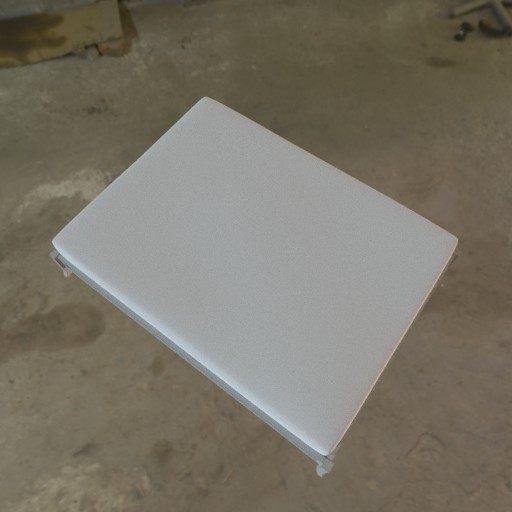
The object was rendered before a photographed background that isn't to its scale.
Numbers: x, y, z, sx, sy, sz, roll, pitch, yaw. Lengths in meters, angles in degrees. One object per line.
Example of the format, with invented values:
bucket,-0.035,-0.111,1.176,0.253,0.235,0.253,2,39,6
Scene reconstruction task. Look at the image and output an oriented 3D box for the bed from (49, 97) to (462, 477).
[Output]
bed,0.000,0.000,2.838,2.108,0.510,1.604,33,68,15
